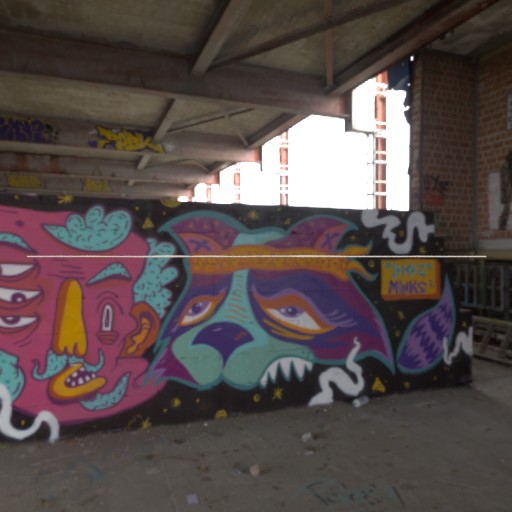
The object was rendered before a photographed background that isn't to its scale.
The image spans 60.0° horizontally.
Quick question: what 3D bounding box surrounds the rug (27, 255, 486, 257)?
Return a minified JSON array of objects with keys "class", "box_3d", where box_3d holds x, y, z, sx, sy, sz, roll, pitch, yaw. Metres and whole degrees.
[{"class":"rug","box_3d":[0.000,0.000,4.156,3.051,0.021,2.448,0,0,0]}]
